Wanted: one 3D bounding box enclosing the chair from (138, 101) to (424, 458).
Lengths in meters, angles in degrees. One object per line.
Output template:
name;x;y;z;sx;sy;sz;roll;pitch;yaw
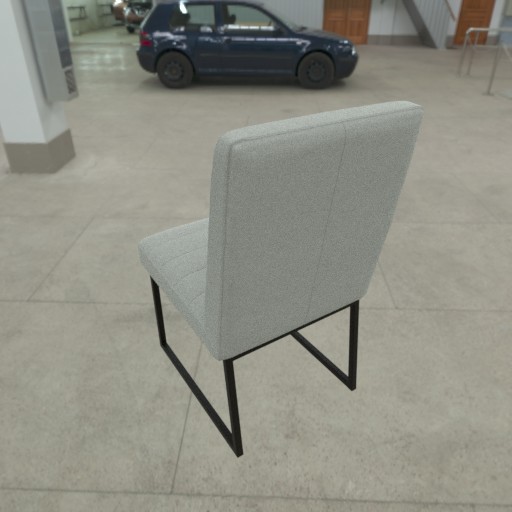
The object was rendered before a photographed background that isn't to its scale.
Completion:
chair;0.000;0.000;1.311;0.520;0.930;0.634;-19;36;-28
